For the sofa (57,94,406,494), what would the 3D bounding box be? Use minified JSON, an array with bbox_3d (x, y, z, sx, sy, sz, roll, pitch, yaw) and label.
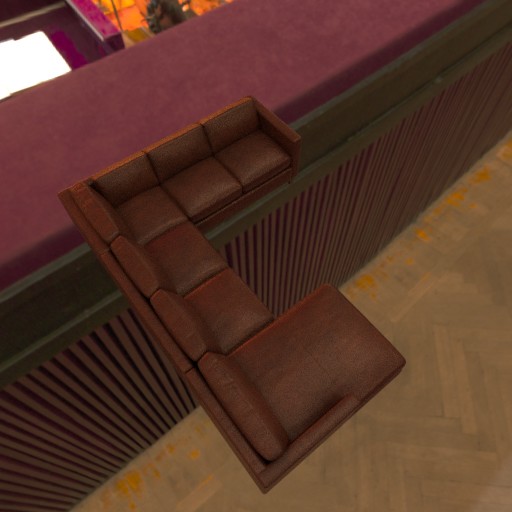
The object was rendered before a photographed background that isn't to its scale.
[{"bbox_3d":[0.000,0.000,4.361,2.452,0.891,3.324,-34,64,-19],"label":"sofa"}]
